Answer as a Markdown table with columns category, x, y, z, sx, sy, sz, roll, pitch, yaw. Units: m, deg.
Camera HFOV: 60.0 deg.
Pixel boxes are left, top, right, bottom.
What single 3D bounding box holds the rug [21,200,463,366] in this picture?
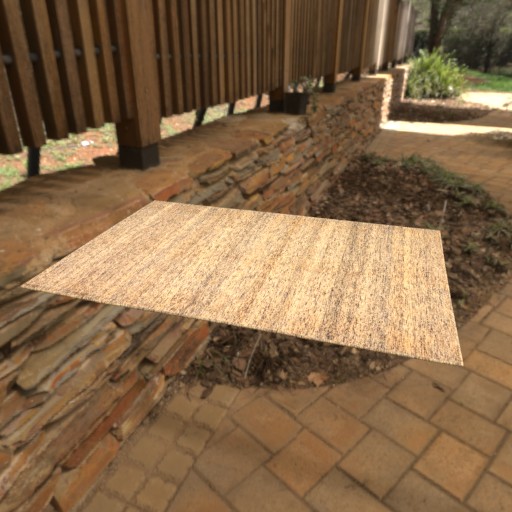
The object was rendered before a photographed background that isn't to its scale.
| category | x | y | z | sx | sy | sz | roll | pitch | yaw |
| --- | --- | --- | --- | --- | --- | --- | --- | --- | --- |
| rug | 0.000 | 0.000 | 2.273 | 1.846 | 0.014 | 1.243 | 8 | 27 | 15 |
